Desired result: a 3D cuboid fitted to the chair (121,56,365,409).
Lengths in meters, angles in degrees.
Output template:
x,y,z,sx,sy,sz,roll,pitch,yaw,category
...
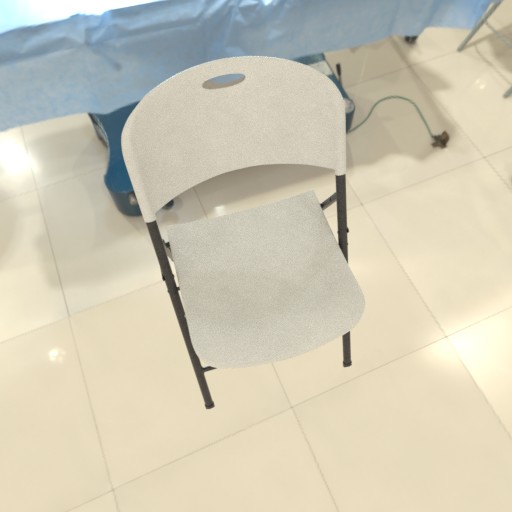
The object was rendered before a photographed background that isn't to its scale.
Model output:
x,y,z,sx,sy,sz,roll,pitch,yaw,category
0.000,0.000,1.177,0.494,0.810,0.566,-15,65,-7,chair
